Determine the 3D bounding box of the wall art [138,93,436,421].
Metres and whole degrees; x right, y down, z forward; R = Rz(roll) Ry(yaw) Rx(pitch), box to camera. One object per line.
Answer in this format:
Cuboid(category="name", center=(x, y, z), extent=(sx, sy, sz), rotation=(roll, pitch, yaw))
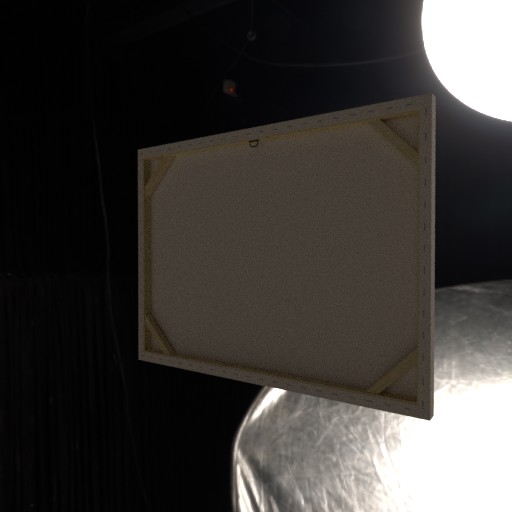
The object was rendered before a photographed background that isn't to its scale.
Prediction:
Cuboid(category="wall art", center=(0.000, 0.000, 1.335), extent=(1.016, 0.762, 0.038), rotation=(1, 1, 35))
